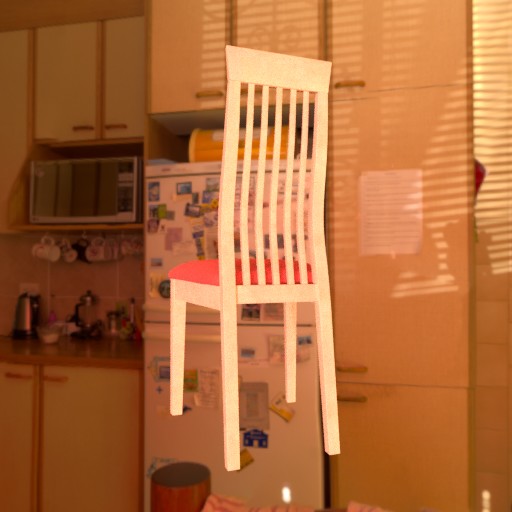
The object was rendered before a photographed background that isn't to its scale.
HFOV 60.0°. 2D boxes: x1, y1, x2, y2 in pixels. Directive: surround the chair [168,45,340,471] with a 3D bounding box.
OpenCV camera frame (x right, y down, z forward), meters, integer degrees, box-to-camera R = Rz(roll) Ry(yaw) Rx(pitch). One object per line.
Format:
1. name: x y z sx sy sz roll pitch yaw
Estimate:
1. chair: 0.000 0.000 1.318 0.460 1.027 0.474 0 -1 -19
